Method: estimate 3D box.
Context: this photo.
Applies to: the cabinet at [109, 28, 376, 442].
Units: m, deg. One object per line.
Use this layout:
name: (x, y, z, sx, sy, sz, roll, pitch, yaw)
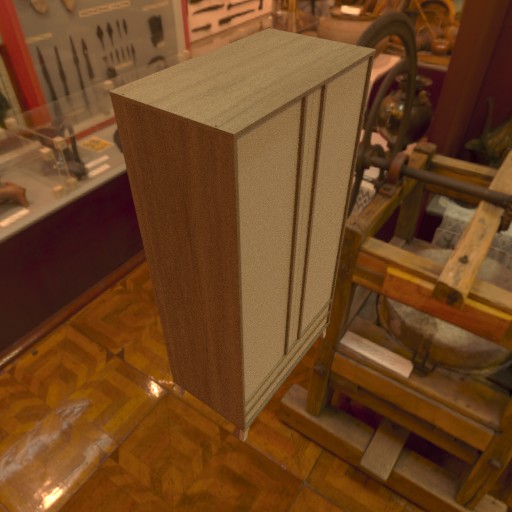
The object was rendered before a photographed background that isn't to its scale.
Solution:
cabinet: (0.000, 0.000, 2.429, 0.571, 1.999, 1.006, 26, 48, 26)
